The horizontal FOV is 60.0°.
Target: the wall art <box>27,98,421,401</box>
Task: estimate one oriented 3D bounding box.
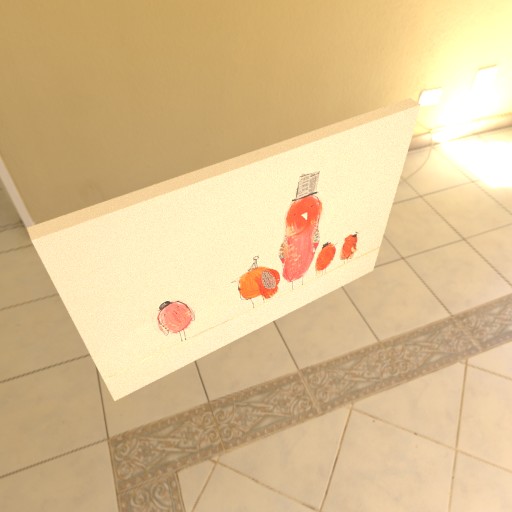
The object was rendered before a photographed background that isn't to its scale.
[{"bbox_3d":[0.000,0.000,1.148,0.914,0.609,0.038,-24,51,-21],"label":"wall art"}]
